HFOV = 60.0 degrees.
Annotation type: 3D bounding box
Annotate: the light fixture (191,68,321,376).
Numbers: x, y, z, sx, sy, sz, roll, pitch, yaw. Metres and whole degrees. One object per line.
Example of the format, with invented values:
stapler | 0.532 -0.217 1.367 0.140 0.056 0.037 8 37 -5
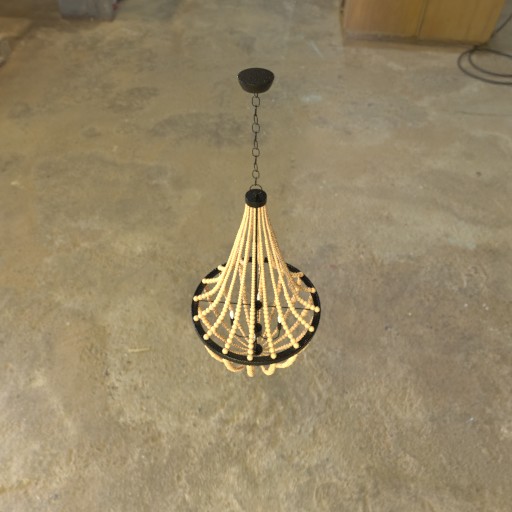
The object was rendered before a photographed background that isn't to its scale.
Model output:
light fixture | 0.000 0.000 1.358 0.450 1.133 0.450 0 48 0
